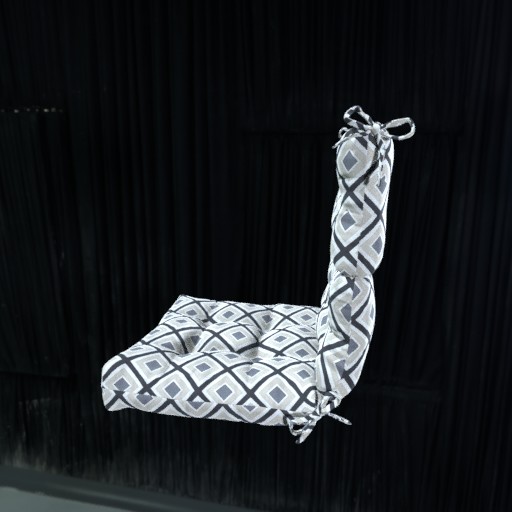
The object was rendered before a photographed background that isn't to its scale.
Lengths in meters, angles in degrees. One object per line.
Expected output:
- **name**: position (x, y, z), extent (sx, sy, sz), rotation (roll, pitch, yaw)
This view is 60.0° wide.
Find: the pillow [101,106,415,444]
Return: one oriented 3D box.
- **pillow**: position (0.000, 0.000, 1.002), extent (0.571, 0.605, 0.519), rotation (2, 14, 10)
